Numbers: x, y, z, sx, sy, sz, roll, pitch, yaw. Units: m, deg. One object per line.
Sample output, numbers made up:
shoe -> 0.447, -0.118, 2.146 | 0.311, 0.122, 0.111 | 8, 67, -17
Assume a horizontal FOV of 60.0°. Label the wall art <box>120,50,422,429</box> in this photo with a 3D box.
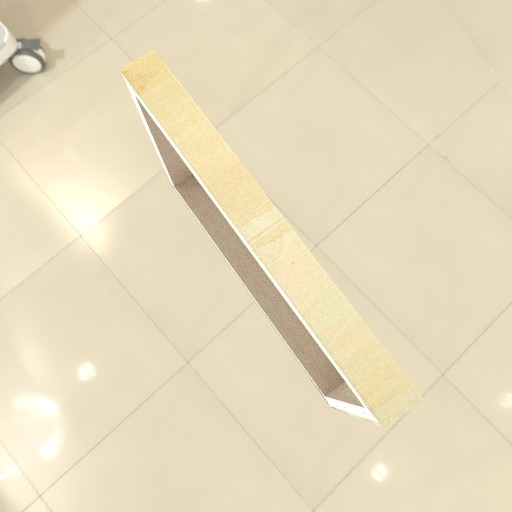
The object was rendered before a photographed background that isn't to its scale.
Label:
wall art -> 0.000, 0.000, 0.491 | 0.037, 0.251, 0.383 | -34, 77, -9
